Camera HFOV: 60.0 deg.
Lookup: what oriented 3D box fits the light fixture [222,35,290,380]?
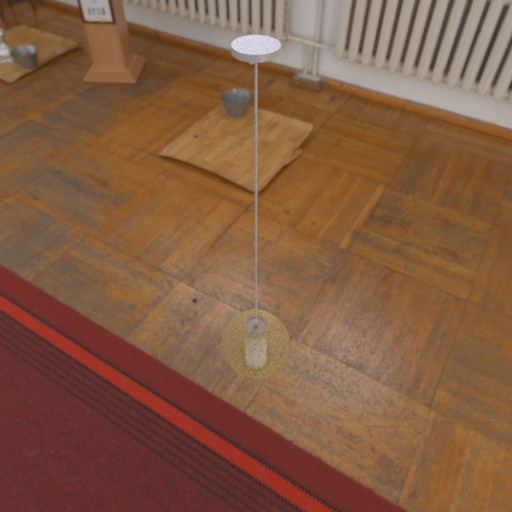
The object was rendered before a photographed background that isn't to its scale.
[{"bbox_3d":[0.000,0.000,2.116,0.406,1.955,0.407,-10,48,-9],"label":"light fixture"}]
